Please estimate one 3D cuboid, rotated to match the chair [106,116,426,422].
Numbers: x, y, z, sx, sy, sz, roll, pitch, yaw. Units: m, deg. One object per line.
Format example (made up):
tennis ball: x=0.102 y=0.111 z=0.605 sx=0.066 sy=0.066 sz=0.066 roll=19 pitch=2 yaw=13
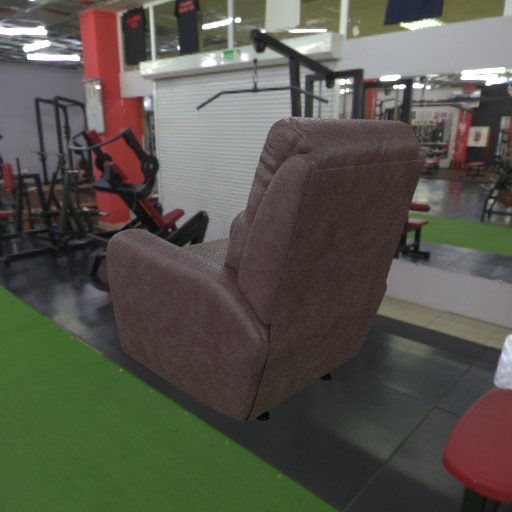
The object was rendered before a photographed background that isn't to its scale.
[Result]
chair: x=0.000 y=0.000 z=1.816 sx=0.865 sy=1.067 sz=1.067 roll=-15 pitch=22 yaw=-43
